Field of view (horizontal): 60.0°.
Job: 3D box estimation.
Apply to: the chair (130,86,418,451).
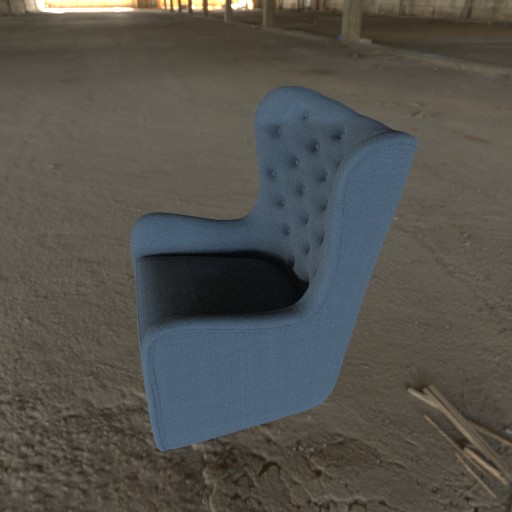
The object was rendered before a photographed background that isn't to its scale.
[{"bbox_3d":[0.000,0.000,1.681,0.930,1.079,0.831,-8,31,-13],"label":"chair"}]
